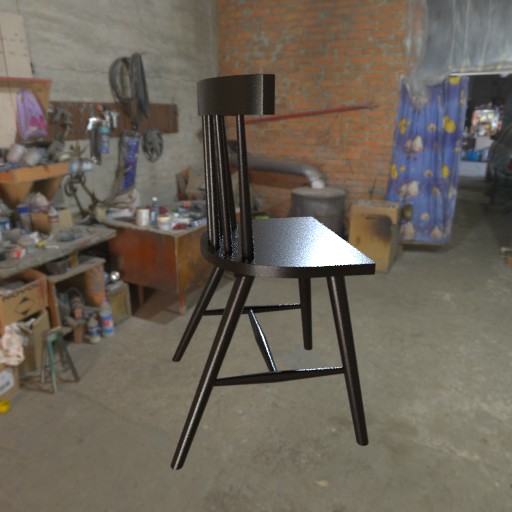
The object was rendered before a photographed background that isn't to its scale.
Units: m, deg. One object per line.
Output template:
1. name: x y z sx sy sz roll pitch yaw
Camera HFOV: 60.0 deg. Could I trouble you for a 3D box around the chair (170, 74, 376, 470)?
1. chair: 0.000 0.000 1.160 0.483 0.844 0.506 -3 17 -9
